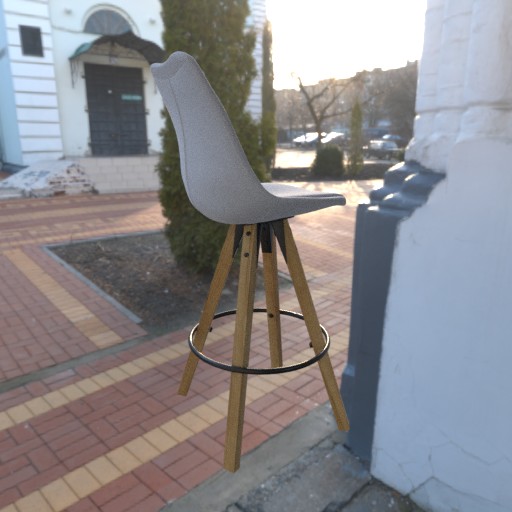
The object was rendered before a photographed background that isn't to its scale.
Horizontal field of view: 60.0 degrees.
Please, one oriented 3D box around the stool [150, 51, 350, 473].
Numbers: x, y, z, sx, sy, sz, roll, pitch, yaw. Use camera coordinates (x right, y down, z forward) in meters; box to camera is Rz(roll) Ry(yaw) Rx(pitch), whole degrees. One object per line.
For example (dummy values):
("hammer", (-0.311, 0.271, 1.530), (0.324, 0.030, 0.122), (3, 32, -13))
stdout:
("stool", (0.000, 0.000, 1.397), (0.550, 1.115, 0.484), (-8, 17, -27))
